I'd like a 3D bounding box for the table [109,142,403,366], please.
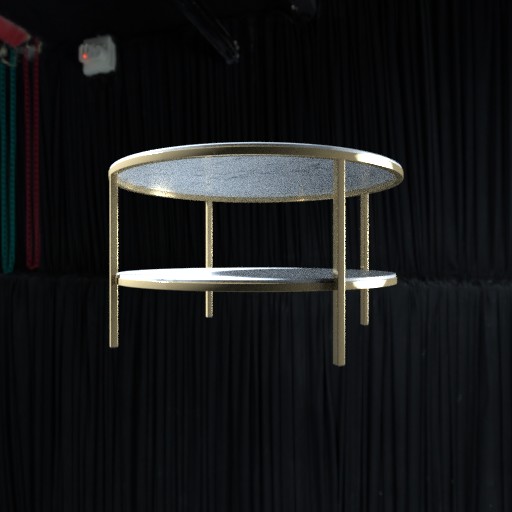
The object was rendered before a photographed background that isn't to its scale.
[{"bbox_3d":[0.000,0.000,1.269,0.800,0.450,0.800,0,0,0],"label":"table"}]
